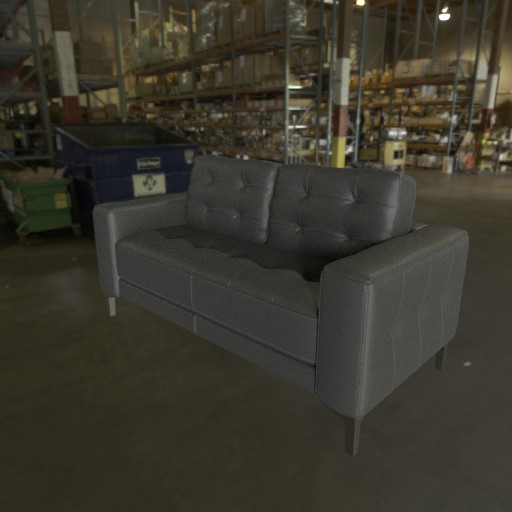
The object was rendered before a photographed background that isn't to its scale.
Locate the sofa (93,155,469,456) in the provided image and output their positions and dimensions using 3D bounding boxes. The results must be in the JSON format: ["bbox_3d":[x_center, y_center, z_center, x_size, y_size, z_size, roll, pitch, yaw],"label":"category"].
[{"bbox_3d":[0.000,0.000,2.169,1.726,0.893,0.833,16,23,41],"label":"sofa"}]
